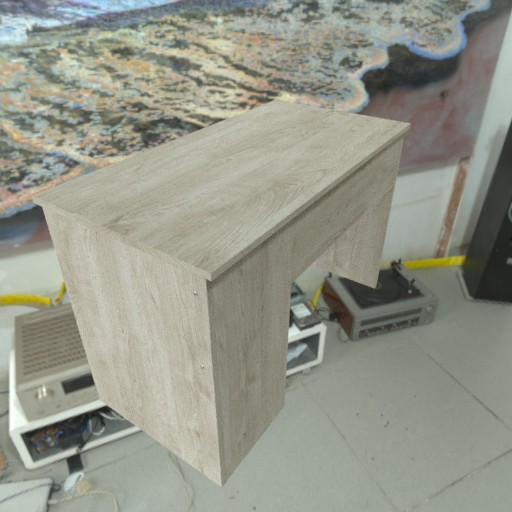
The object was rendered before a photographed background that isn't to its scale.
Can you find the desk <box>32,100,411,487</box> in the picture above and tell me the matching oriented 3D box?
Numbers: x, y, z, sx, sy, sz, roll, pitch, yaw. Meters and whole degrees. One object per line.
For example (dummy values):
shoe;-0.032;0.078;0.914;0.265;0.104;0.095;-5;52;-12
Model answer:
desk;0.000;0.000;1.511;0.560;0.730;1.096;21;39;28
